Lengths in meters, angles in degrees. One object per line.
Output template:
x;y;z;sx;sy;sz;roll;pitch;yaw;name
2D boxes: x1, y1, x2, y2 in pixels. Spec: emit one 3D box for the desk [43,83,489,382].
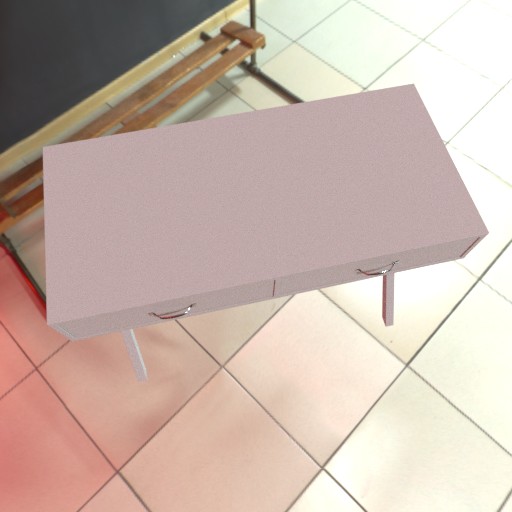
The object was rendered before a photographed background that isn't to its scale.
0.000;0.000;1.483;1.057;0.780;0.525;-11;65;-5;desk
